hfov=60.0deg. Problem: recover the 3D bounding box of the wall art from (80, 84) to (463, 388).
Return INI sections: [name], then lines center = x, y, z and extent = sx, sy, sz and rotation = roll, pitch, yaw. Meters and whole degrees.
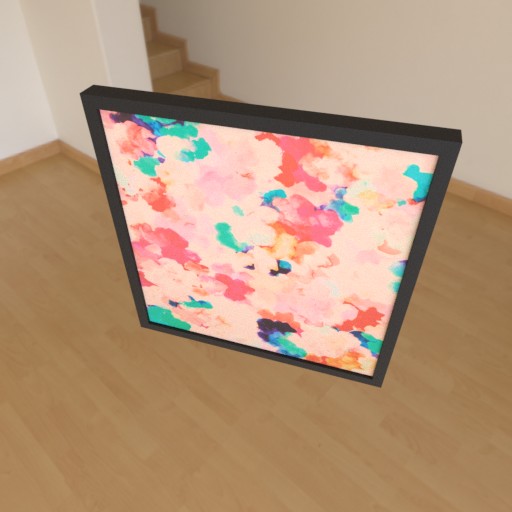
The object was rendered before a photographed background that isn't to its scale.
[wall art]
center = 0.000, 0.000, 0.742
extent = 0.506, 0.503, 0.036
rotation = 11, 42, 13
